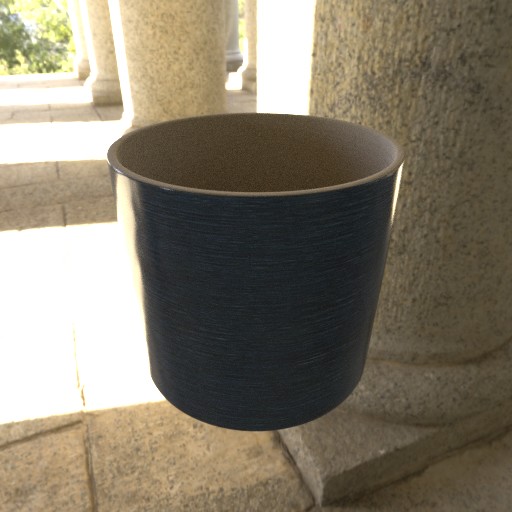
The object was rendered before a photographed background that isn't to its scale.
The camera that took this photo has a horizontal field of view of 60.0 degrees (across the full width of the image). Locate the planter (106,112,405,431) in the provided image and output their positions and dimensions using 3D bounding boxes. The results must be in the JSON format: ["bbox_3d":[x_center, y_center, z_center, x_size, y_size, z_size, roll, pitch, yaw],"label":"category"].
[{"bbox_3d":[0.000,0.000,0.391,0.221,0.201,0.221,0,29,0],"label":"planter"}]
